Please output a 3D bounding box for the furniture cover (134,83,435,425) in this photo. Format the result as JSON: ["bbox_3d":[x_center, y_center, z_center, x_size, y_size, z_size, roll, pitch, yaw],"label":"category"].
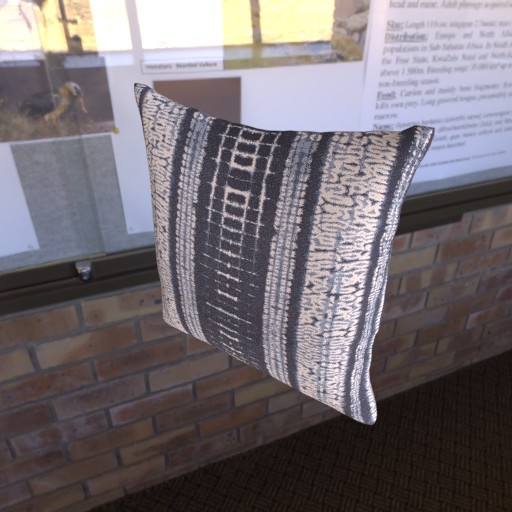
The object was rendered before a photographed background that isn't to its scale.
[{"bbox_3d":[0.000,0.000,0.642,0.425,0.435,0.133,20,37,29],"label":"furniture cover"}]
